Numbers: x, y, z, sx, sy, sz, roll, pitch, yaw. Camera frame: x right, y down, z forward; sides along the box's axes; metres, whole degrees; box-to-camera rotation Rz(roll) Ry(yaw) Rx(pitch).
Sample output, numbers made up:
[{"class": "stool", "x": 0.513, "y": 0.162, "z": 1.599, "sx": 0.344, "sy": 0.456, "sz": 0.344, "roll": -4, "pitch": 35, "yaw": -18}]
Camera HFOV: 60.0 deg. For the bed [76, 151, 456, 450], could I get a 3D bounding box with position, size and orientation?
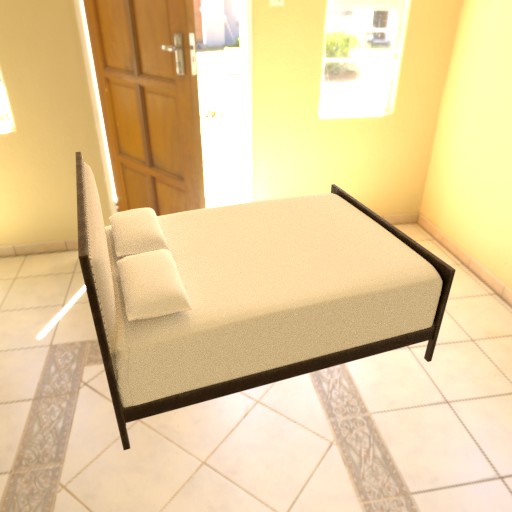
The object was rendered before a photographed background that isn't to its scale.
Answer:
[{"class": "bed", "x": 0.000, "y": 0.000, "z": 3.236, "sx": 2.221, "sy": 1.313, "sz": 1.607, "roll": -10, "pitch": 32, "yaw": -17}]
